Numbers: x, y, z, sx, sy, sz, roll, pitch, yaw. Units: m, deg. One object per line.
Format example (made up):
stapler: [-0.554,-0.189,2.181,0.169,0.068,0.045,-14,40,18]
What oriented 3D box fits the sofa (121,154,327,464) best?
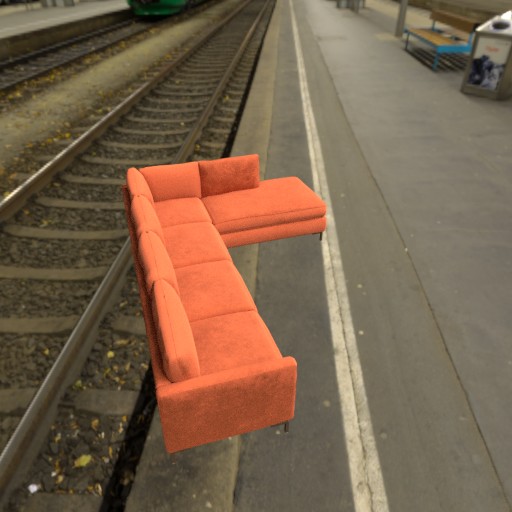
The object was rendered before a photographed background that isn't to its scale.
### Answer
sofa: [0.000,0.000,3.549,1.879,0.757,2.736,-10,34,-15]
